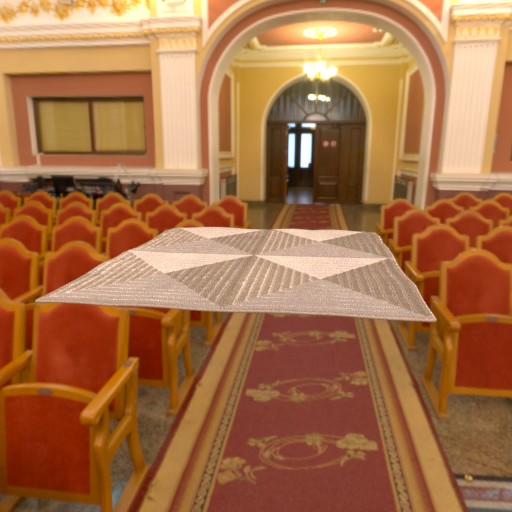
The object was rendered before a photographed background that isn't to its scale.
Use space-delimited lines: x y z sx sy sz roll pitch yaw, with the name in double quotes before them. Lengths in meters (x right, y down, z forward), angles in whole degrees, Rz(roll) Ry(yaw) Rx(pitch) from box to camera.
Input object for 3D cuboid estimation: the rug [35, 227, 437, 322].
"rug" 0.000 0.000 0.895 0.551 0.008 0.642 2 13 8
